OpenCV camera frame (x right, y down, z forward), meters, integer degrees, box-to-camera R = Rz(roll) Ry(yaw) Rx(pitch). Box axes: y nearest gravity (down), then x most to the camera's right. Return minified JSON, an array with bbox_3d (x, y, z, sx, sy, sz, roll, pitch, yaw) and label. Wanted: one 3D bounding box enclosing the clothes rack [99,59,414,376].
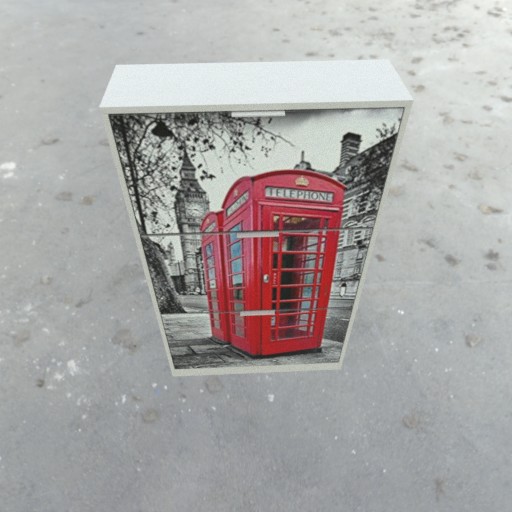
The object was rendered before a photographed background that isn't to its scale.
[{"bbox_3d":[0.000,0.000,1.594,0.750,1.280,0.250,-2,46,-2],"label":"clothes rack"}]
